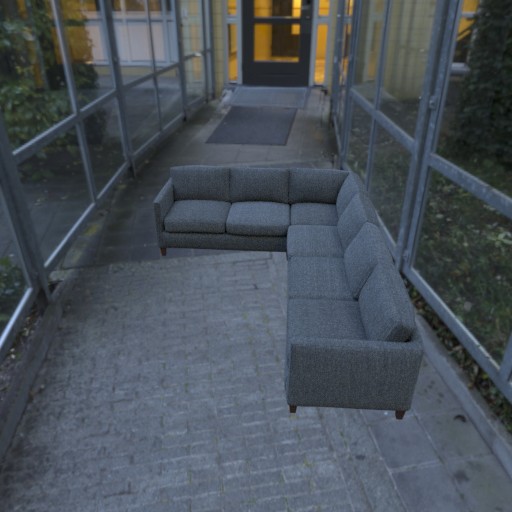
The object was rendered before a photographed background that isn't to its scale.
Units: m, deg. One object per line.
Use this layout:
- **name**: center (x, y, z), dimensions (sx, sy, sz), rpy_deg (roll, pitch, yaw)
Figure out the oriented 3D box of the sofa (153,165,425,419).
- **sofa**: center (0.000, 0.000, 4.575), dimensions (2.593, 0.947, 3.302), rpy_deg (2, 30, 4)
